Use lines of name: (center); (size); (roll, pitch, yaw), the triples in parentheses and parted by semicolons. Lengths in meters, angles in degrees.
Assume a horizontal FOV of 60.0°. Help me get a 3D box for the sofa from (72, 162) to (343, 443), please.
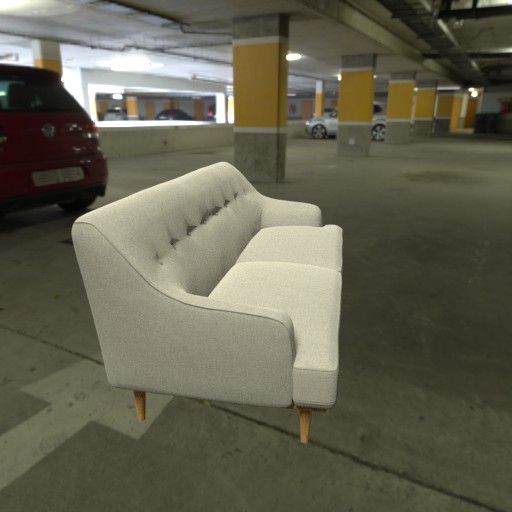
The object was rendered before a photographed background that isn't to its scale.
sofa: (0.000, 0.000, 2.523); (0.978, 0.871, 2.057); (3, 18, 10)
